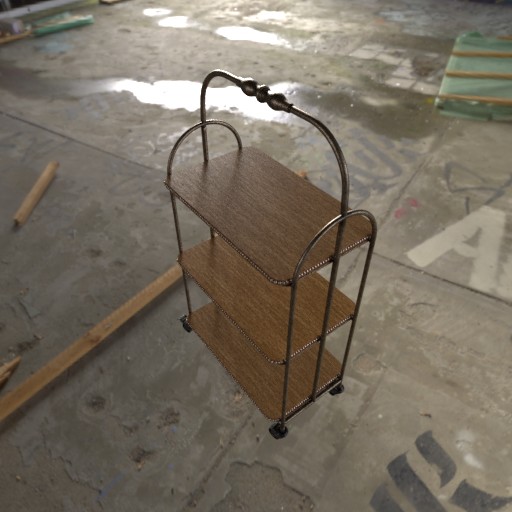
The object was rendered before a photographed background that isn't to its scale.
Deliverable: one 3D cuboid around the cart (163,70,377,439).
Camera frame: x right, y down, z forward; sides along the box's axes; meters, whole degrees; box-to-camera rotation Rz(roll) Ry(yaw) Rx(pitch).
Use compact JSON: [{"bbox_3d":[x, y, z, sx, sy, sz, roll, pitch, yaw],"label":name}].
[{"bbox_3d":[0.000,0.000,1.344,0.330,1.052,0.650,-27,49,-27],"label":"cart"}]
